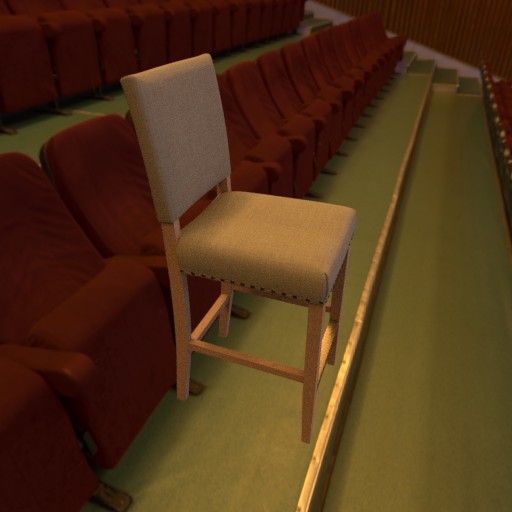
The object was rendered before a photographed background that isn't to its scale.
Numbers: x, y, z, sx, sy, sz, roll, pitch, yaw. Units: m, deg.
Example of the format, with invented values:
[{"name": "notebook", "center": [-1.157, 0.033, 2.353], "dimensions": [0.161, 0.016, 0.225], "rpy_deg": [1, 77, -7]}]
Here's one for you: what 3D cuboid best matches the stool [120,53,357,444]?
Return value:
[{"name": "stool", "center": [0.000, 0.000, 1.487], "dimensions": [0.585, 1.173, 0.445], "rpy_deg": [11, 33, 18]}]
